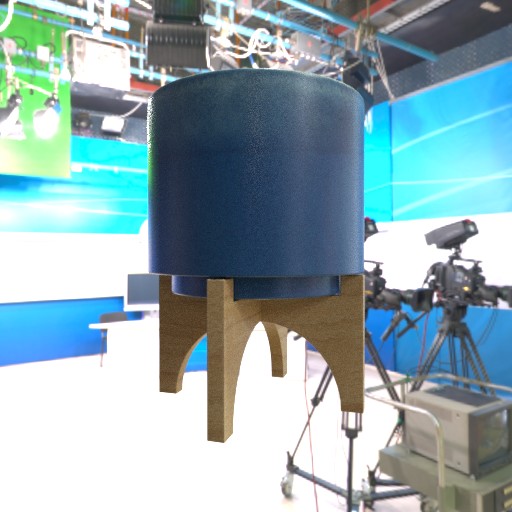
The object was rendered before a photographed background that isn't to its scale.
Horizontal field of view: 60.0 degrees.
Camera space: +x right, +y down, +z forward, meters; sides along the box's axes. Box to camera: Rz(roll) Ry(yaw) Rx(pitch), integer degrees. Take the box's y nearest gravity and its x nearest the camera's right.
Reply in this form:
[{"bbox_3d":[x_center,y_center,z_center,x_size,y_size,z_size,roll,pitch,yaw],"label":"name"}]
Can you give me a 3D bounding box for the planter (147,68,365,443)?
[{"bbox_3d":[0.000,0.000,0.405,0.192,0.263,0.192,0,0,0],"label":"planter"}]
